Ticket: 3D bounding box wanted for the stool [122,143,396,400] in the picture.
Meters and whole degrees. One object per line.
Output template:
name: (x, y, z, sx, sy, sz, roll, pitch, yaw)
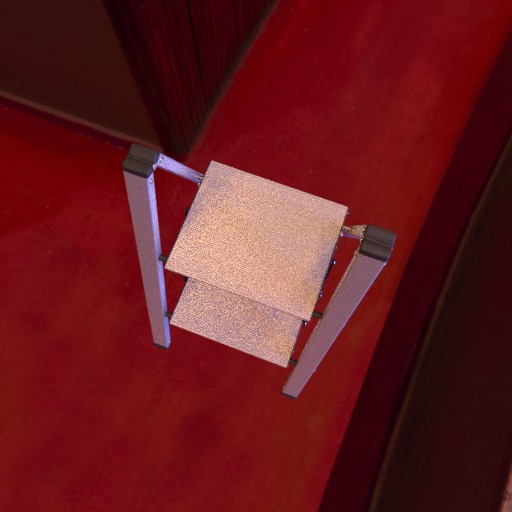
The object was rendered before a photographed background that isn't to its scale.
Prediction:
stool: (0.000, 0.000, 1.000, 0.440, 0.670, 0.535, 20, 76, 5)
